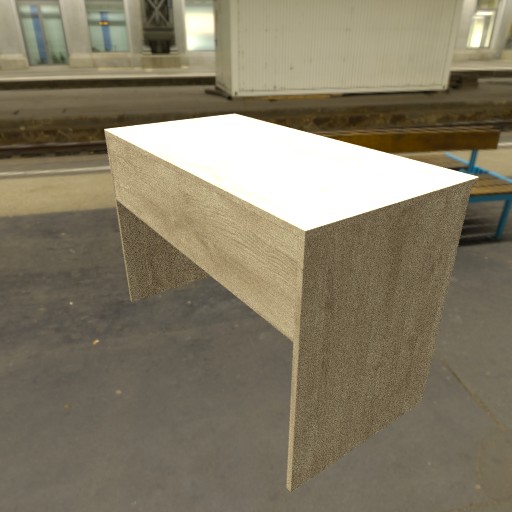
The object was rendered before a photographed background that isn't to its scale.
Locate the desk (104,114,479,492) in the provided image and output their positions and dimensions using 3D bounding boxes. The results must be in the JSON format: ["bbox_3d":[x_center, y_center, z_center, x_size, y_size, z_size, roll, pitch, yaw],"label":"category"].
[{"bbox_3d":[0.000,0.000,1.507,0.560,0.730,1.100,-18,32,-31],"label":"desk"}]
